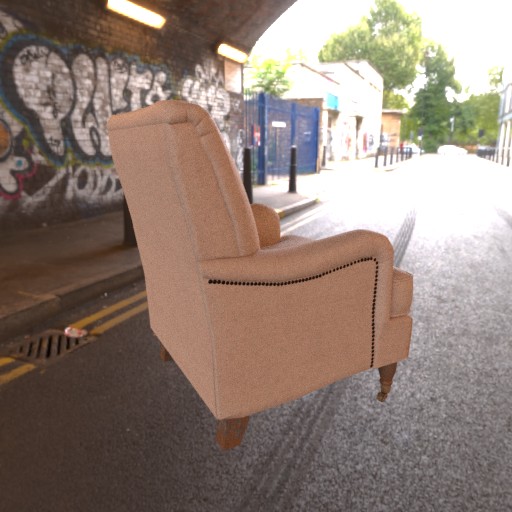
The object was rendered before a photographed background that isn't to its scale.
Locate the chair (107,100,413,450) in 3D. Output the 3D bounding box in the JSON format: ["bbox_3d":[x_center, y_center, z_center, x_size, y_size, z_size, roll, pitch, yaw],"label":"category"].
[{"bbox_3d":[0.000,0.000,1.778,0.953,1.119,0.879,-7,16,-27],"label":"chair"}]
